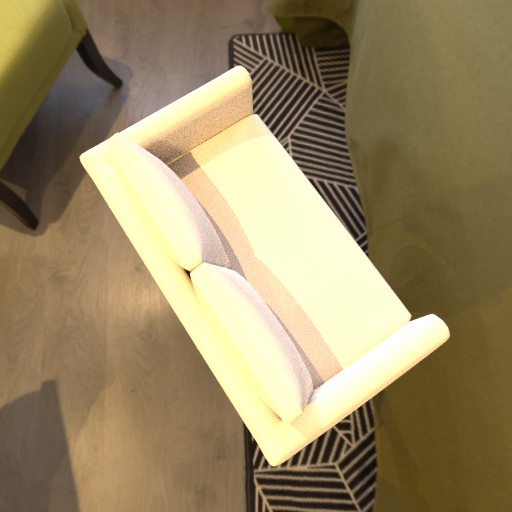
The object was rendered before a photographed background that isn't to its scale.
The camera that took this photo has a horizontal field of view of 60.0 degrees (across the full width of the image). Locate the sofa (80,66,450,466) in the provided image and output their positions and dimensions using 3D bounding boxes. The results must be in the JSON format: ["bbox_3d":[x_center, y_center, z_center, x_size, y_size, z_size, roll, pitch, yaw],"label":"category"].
[{"bbox_3d":[0.000,0.000,2.146,0.905,0.873,1.598,-33,77,-9],"label":"sofa"}]
